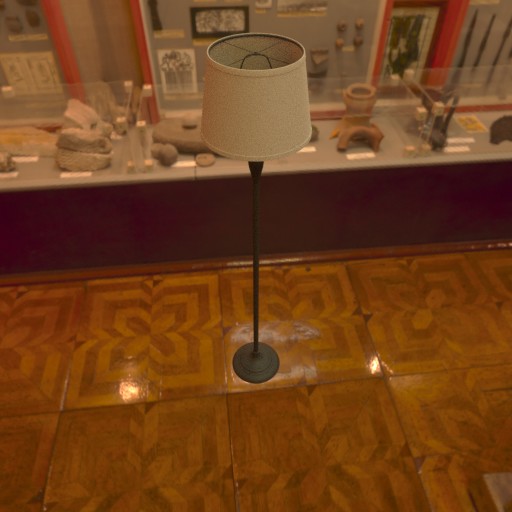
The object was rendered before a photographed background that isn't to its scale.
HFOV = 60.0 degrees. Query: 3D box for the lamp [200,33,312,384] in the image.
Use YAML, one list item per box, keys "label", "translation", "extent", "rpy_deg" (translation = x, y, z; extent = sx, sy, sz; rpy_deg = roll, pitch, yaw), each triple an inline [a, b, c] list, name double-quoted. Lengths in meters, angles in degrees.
- label: "lamp"
  translation: [0.000, 0.000, 1.677]
  extent: [0.327, 1.506, 0.327]
  rpy_deg: [-3, 45, -3]
